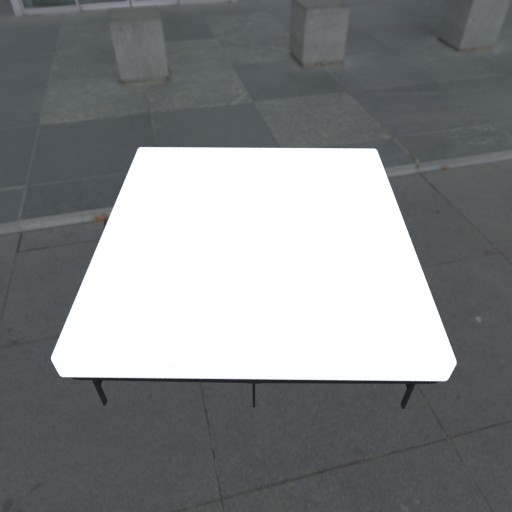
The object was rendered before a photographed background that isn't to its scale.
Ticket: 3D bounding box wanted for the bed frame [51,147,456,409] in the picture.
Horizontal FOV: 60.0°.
[{"bbox_3d":[0.000,0.000,3.004,1.935,0.525,2.033,0,43,1],"label":"bed frame"}]
